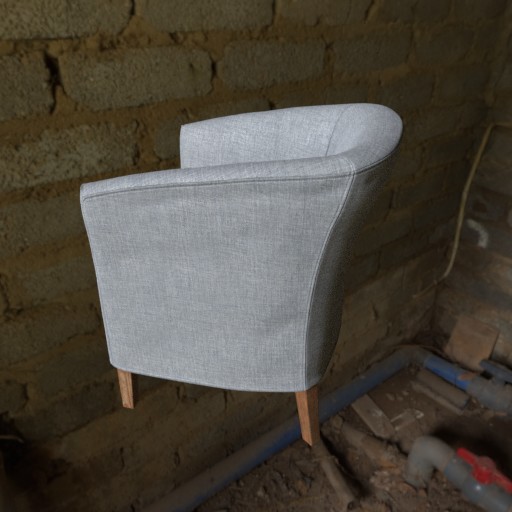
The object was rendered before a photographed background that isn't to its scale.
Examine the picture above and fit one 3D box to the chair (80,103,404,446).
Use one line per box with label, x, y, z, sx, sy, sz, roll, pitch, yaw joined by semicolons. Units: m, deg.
chair;0.000;0.000;1.228;0.668;0.771;0.600;7;30;12
